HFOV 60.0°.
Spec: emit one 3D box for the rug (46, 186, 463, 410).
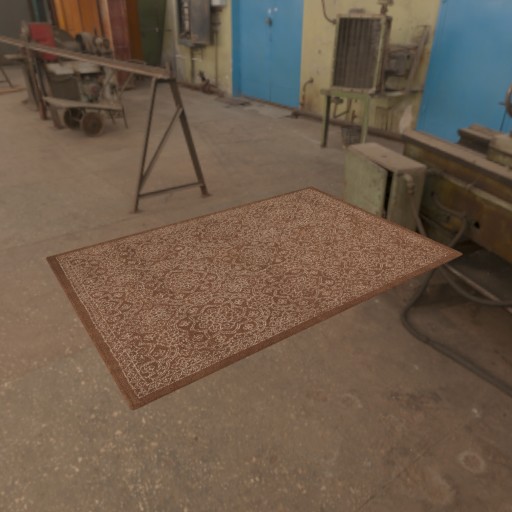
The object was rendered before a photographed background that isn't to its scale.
[{"bbox_3d":[0.000,0.000,2.329,1.829,0.010,1.219,-19,35,-30],"label":"rug"}]
